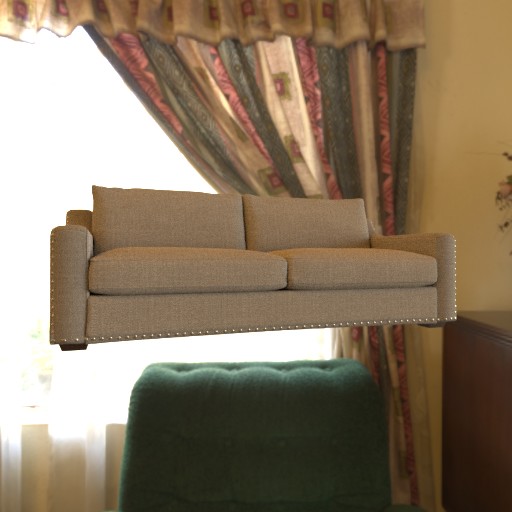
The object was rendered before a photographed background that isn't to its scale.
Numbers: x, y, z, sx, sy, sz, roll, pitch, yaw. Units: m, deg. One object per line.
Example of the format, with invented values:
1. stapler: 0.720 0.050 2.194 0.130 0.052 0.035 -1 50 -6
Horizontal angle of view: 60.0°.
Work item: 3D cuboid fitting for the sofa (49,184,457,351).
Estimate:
1. sofa: 0.000 0.000 2.708 2.208 0.857 1.000 0 0 -19
